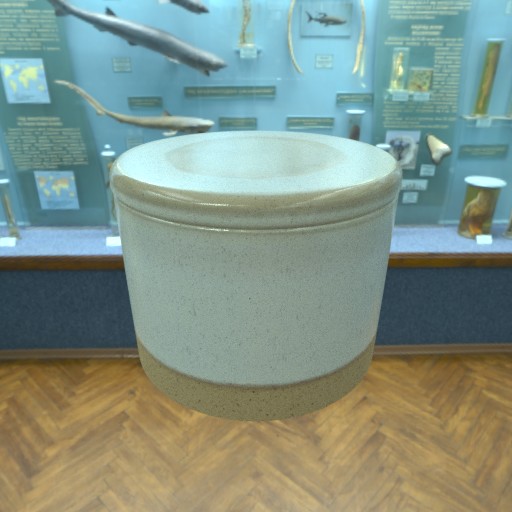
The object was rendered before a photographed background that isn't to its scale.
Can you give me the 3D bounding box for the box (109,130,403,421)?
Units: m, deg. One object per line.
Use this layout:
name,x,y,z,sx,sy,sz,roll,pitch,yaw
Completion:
box,0.000,0.000,0.266,0.154,0.123,0.154,0,26,0
